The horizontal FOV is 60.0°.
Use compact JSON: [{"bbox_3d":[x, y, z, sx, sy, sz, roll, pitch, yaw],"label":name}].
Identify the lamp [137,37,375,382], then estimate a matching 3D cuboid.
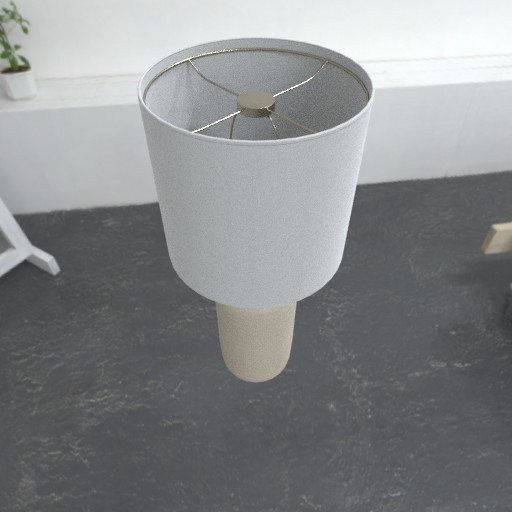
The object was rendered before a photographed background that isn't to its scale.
[{"bbox_3d":[0.000,0.000,0.588,0.220,0.475,0.220,-22,50,-20],"label":"lamp"}]
